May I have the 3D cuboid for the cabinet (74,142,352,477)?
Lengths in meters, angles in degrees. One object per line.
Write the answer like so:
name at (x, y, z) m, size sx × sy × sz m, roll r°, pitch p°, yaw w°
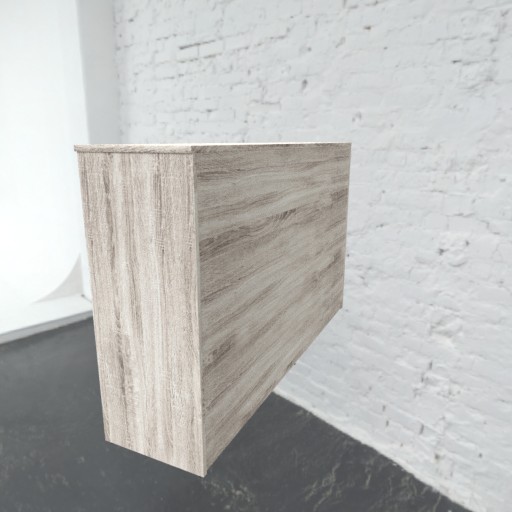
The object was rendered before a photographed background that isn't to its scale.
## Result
cabinet at (0.000, 0.000, 1.827) m, size 0.380 × 0.900 × 1.450 m, roll 7°, pitch 16°, yaw 25°
